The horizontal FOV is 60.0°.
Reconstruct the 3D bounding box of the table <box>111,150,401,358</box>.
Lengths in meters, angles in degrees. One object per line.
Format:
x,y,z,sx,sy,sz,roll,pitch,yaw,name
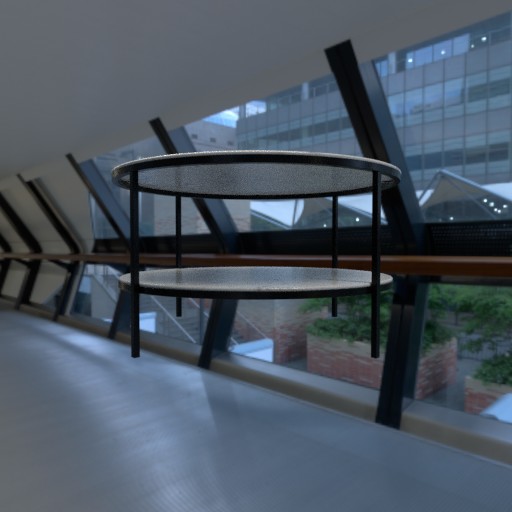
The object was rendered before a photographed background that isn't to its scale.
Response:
0.000,0.000,1.292,0.800,0.450,0.800,0,2,0,table
